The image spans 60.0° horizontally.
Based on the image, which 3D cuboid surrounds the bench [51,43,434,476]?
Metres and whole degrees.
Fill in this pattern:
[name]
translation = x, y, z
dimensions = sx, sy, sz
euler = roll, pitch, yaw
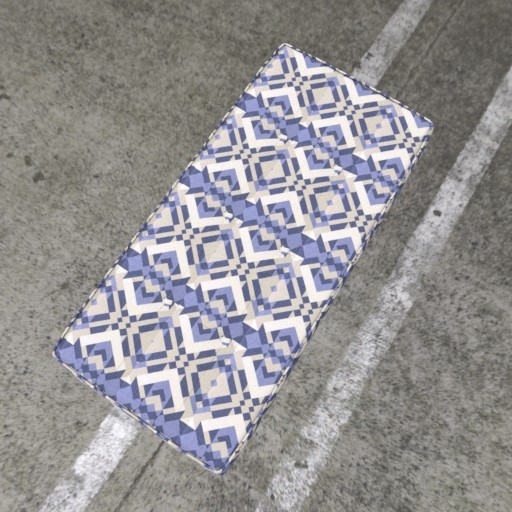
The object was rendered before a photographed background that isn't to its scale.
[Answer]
[bench]
translation = 0.000, 0.000, 1.285
dimensions = 0.492, 0.477, 1.016
euler = 32, 77, 8
